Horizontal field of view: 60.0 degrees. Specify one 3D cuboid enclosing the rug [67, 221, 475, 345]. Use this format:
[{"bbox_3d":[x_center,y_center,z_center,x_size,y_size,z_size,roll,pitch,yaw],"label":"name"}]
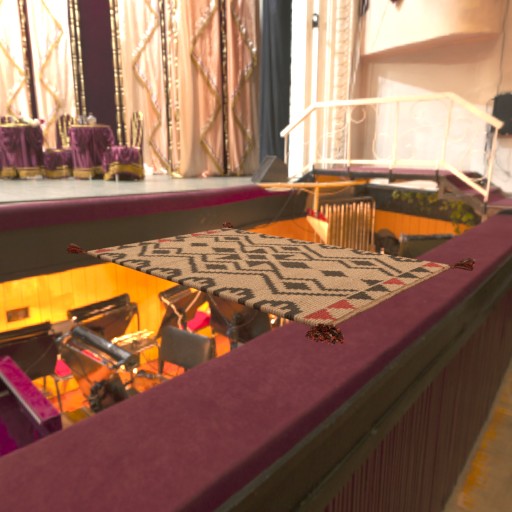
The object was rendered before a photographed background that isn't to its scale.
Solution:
[{"bbox_3d":[0.000,0.000,2.642,2.069,0.067,1.444,12,18,42],"label":"rug"}]
